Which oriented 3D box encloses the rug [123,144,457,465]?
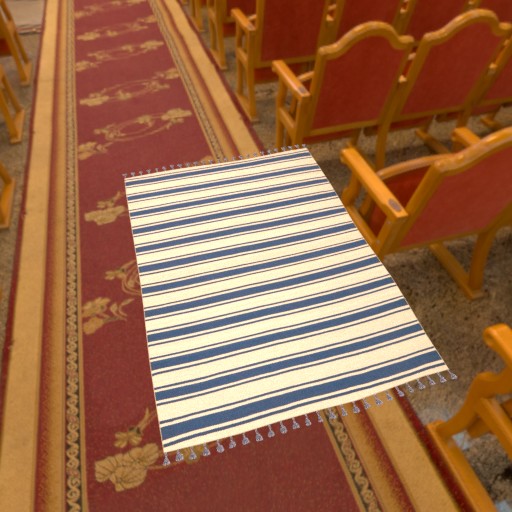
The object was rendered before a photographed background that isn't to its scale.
[{"bbox_3d":[0.000,0.000,2.918,1.544,0.010,2.315,-12,48,-11],"label":"rug"}]
